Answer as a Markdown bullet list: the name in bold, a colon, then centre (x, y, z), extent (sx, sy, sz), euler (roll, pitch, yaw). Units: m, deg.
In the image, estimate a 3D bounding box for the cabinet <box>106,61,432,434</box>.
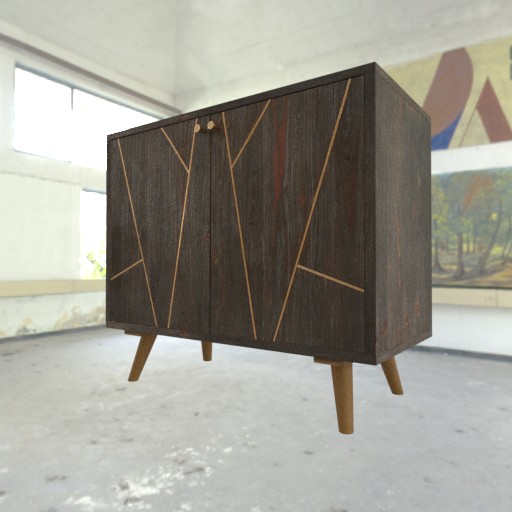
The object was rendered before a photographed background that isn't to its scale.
- **cabinet**: centre (0.000, 0.000, 1.517), extent (1.023, 0.897, 0.529), euler (-1, -1, 36)
